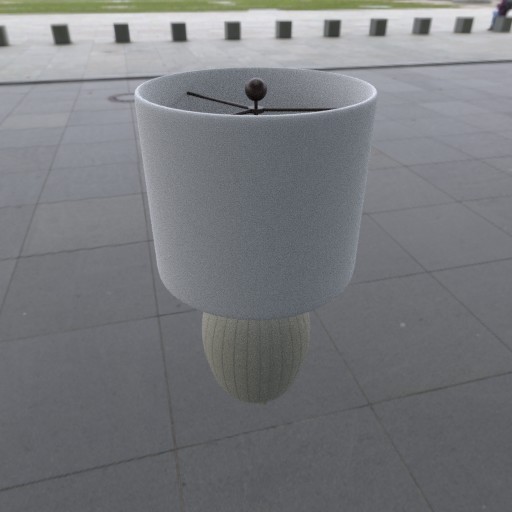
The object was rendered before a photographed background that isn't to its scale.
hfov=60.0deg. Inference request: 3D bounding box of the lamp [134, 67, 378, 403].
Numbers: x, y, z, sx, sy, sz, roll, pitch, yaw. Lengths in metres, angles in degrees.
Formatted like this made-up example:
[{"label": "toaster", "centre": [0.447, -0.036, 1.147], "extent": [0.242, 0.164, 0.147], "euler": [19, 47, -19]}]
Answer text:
[{"label": "lamp", "centre": [0.000, 0.000, 0.754], "extent": [0.329, 0.570, 0.329], "euler": [0, 32, 0]}]
